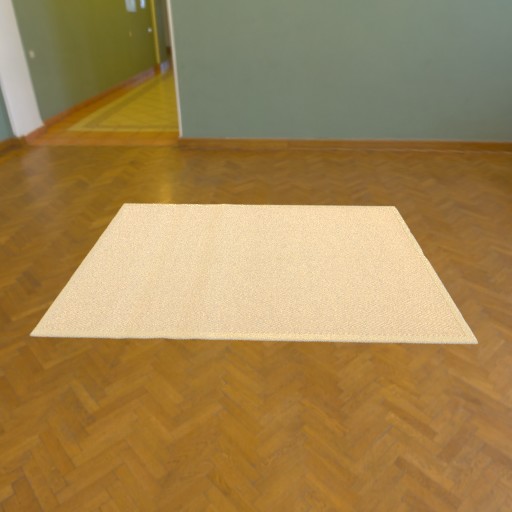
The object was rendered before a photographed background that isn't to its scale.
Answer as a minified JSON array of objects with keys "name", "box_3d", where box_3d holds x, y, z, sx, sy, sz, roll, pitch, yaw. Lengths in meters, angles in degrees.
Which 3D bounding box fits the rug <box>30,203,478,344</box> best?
[{"name":"rug","box_3d":[0.000,0.000,4.784,3.659,0.037,2.734,1,30,1]}]
